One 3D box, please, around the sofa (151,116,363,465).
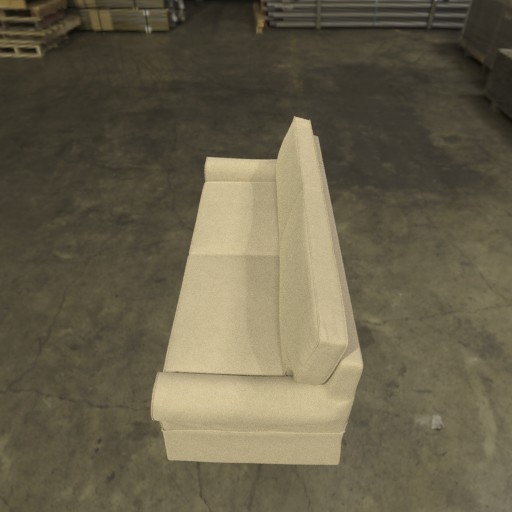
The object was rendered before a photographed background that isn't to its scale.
[{"bbox_3d":[0.000,0.000,2.743,0.900,1.014,2.246,1,40,1],"label":"sofa"}]
